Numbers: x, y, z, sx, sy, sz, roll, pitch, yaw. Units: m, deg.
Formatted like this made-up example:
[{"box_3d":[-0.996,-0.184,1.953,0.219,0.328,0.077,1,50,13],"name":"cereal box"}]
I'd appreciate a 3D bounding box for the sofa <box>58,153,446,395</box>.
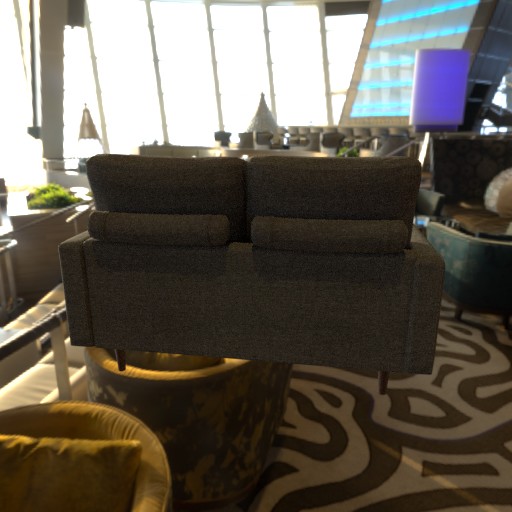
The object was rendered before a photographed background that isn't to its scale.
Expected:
[{"box_3d":[0.000,0.000,1.964,1.407,0.907,0.842,3,16,9],"name":"sofa"}]
